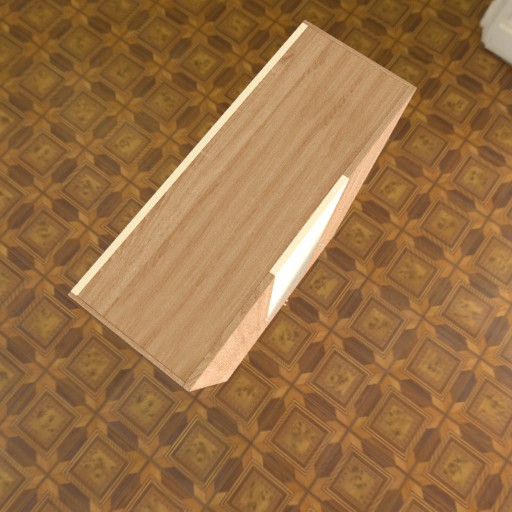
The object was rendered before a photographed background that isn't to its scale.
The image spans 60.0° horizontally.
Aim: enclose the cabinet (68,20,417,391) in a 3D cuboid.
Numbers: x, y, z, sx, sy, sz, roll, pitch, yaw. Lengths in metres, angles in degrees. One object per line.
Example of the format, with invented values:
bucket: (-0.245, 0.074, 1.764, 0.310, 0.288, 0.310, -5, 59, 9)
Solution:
cabinet: (0.000, 0.000, 2.743, 0.590, 2.120, 1.500, 36, 78, 9)
